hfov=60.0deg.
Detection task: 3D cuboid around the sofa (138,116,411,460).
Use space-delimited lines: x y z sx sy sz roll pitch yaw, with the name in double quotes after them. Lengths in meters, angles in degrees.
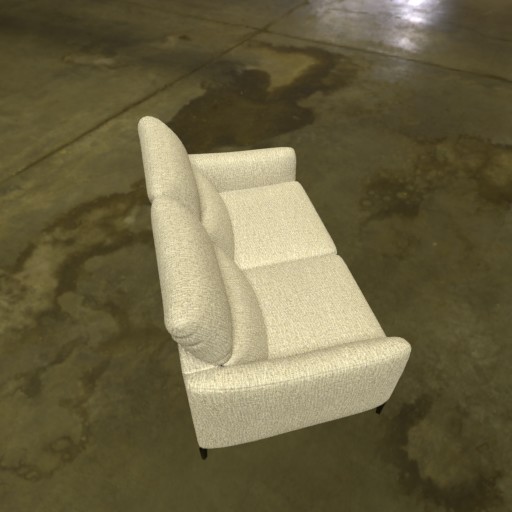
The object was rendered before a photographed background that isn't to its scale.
0.000 0.000 2.163 0.905 0.950 1.540 -10 46 -10 "sofa"
